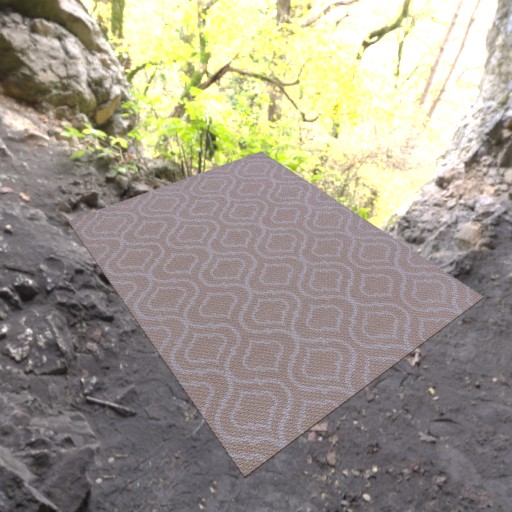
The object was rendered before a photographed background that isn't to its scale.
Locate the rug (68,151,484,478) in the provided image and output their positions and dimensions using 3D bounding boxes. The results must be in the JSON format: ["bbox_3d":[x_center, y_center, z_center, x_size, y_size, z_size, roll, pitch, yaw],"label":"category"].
[{"bbox_3d":[0.000,0.000,3.820,2.286,0.013,2.894,-26,48,-26],"label":"rug"}]
